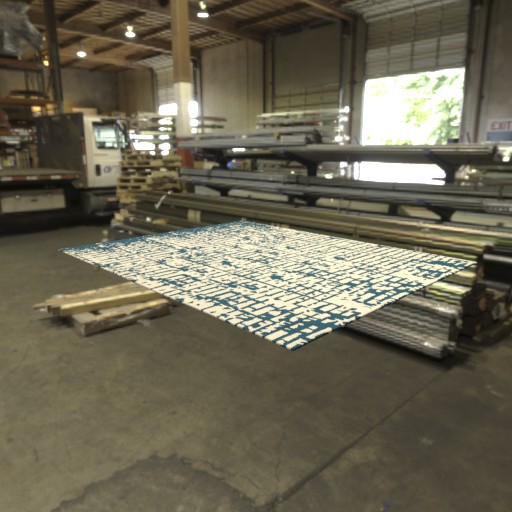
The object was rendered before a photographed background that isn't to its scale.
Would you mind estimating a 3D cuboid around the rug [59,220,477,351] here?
[{"bbox_3d":[0.000,0.000,4.066,2.416,0.014,3.017,-13,19,-43],"label":"rug"}]
